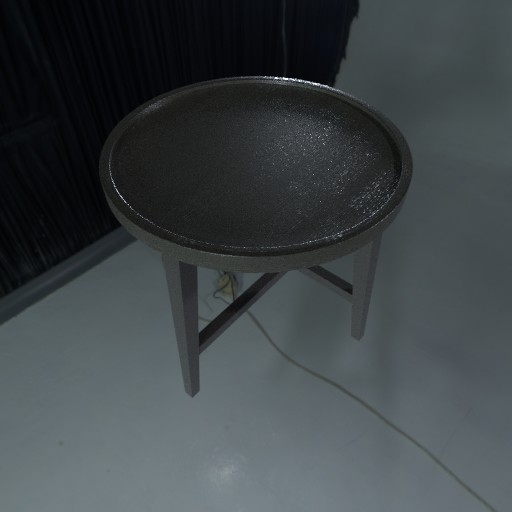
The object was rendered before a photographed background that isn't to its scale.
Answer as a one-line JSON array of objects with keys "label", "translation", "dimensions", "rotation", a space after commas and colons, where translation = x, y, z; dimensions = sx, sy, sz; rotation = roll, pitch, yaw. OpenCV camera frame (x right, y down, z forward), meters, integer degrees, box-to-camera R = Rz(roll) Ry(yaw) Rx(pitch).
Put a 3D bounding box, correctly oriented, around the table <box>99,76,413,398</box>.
[{"label": "table", "translation": [0.000, 0.000, 0.919], "dimensions": [0.500, 0.531, 0.500], "rotation": [0, 47, 0]}]
